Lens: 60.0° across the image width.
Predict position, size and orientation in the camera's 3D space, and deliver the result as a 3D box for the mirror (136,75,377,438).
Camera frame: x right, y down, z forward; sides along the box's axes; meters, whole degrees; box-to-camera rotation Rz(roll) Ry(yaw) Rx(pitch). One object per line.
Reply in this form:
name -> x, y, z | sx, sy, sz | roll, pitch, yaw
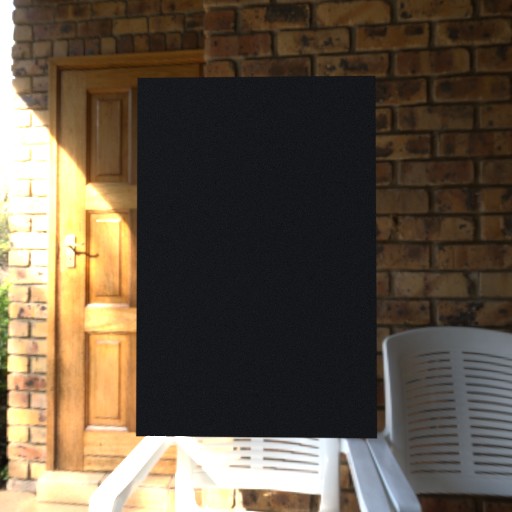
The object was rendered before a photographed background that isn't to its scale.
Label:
mirror -> 0.000, 0.000, 1.142 | 0.606, 0.912, 0.044 | 0, -1, 1
